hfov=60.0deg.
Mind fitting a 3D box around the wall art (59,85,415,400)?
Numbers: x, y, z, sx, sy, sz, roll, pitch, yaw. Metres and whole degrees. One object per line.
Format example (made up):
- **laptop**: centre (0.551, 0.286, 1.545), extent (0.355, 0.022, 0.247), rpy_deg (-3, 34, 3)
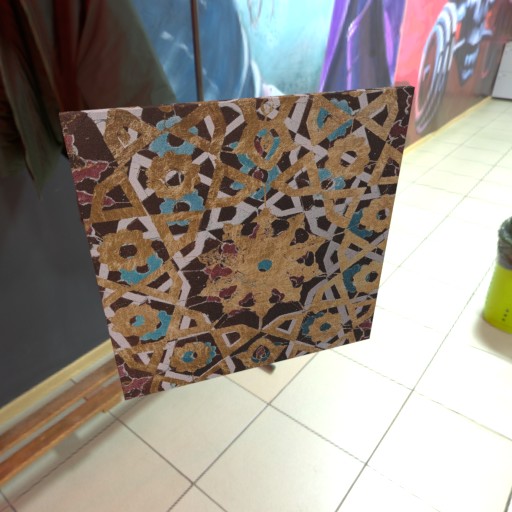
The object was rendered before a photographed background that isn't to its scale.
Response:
- **wall art**: centre (0.000, 0.000, 0.593), extent (0.404, 0.406, 0.010), rpy_deg (-10, 33, -16)
